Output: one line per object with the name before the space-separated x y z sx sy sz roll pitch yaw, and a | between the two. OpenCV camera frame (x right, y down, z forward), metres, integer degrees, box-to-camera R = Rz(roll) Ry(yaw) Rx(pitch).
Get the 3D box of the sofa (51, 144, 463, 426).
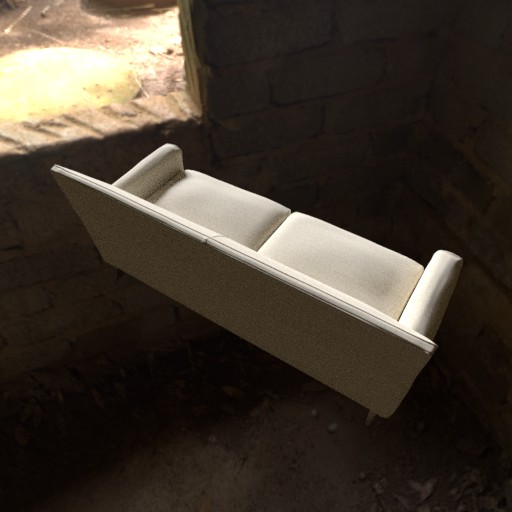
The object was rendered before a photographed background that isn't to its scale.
sofa | 0.000 0.000 2.455 2.001 0.907 0.841 25 51 22
